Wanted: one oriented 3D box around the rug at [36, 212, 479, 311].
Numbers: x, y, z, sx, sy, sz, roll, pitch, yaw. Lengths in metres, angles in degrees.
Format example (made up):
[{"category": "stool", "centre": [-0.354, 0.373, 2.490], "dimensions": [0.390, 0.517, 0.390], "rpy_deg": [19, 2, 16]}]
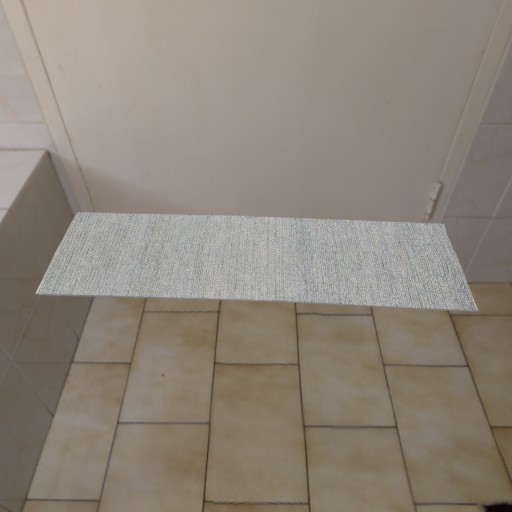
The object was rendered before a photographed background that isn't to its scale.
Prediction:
[{"category": "rug", "centre": [0.000, 0.000, 2.565], "dimensions": [2.341, 0.037, 0.675], "rpy_deg": [2, 46, 2]}]
